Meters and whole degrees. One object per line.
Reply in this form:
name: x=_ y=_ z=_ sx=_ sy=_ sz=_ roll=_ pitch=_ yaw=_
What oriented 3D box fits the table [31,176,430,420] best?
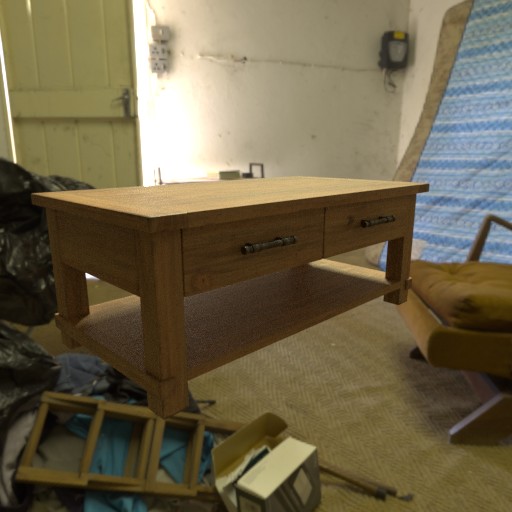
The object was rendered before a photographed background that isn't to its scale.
table: x=0.000 y=0.000 z=1.613 sx=1.270 sy=0.494 sz=0.693 roll=-13 pitch=19 yaw=-43
